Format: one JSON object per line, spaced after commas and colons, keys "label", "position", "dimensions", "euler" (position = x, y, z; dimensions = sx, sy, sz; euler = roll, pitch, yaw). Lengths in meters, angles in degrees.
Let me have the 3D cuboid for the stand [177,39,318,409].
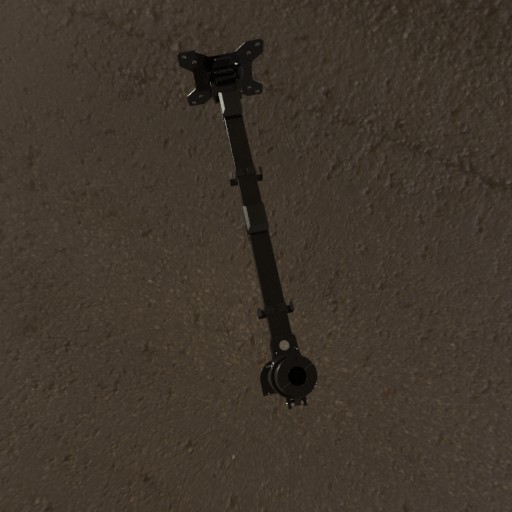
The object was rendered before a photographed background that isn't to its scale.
{"label": "stand", "position": [0.000, 0.000, 0.720], "dimensions": [0.115, 0.510, 0.456], "euler": [-11, 75, -3]}
